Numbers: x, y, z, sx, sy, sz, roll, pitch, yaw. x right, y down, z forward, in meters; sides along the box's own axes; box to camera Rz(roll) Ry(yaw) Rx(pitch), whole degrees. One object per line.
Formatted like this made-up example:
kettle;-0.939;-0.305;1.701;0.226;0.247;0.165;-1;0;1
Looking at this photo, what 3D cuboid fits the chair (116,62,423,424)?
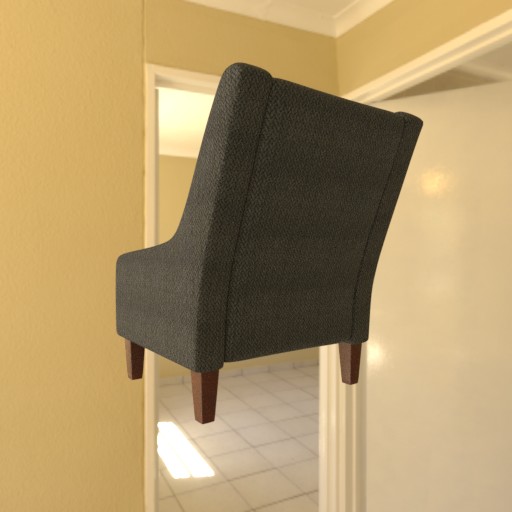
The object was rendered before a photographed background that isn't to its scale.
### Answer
chair;0.000;0.000;1.706;0.793;1.012;0.944;-1;1;-37
